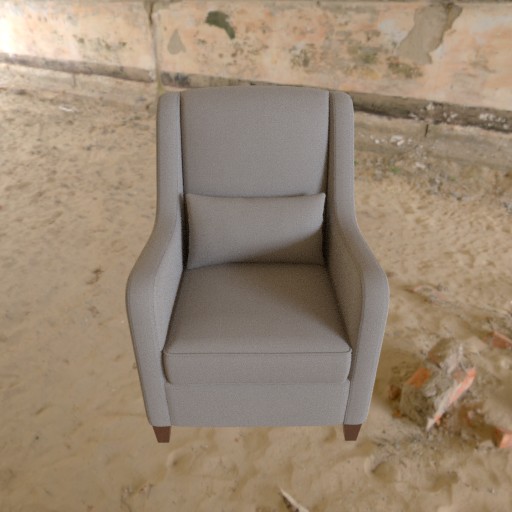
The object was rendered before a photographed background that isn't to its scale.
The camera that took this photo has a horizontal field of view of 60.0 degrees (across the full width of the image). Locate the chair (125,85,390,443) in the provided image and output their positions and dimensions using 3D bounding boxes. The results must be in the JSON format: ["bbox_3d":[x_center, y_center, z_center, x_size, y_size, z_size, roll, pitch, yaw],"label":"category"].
[{"bbox_3d":[0.000,0.000,1.572,0.715,1.010,0.863,0,31,-1],"label":"chair"}]
